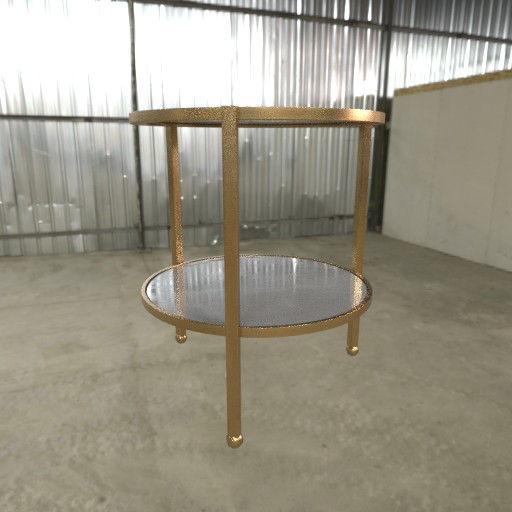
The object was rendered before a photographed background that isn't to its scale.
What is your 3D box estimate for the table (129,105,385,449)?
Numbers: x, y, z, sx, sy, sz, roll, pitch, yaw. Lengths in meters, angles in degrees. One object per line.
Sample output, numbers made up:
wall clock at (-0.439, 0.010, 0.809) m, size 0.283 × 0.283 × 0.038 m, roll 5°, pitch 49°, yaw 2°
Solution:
table at (0.000, 0.000, 0.444) m, size 0.231 × 0.269 × 0.243 m, roll 2°, pitch 15°, yaw 9°
